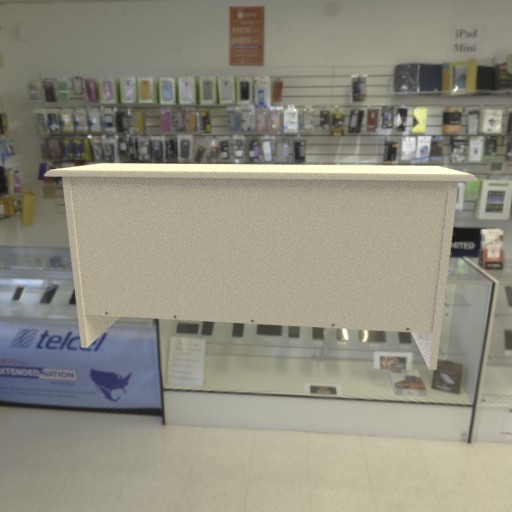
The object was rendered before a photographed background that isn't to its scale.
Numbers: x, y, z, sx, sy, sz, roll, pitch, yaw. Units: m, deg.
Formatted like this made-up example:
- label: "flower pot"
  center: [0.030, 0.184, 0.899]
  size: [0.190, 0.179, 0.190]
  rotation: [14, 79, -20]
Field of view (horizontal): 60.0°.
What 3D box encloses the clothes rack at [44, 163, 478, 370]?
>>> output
- label: "clothes rack"
  center: [0.000, 0.000, 1.357]
  size: [1.120, 0.531, 0.324]
  rotation: [2, 15, 7]
